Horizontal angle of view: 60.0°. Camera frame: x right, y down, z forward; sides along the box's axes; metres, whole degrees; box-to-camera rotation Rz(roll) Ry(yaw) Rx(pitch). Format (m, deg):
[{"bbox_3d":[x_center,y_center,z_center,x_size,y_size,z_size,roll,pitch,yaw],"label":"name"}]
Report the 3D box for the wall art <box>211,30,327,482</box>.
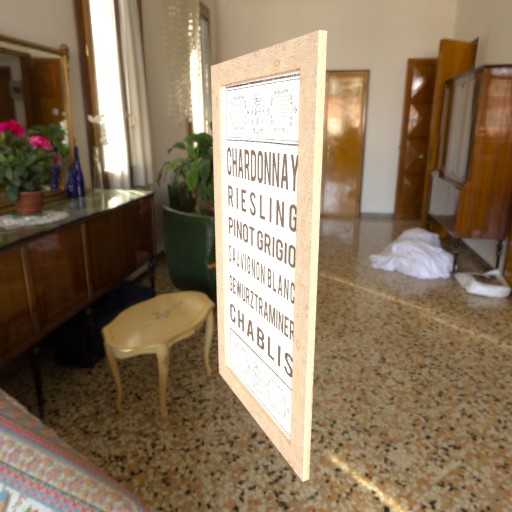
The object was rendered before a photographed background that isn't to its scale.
[{"bbox_3d":[0.000,0.000,0.810,0.013,0.683,0.381,-8,18,-25],"label":"wall art"}]
